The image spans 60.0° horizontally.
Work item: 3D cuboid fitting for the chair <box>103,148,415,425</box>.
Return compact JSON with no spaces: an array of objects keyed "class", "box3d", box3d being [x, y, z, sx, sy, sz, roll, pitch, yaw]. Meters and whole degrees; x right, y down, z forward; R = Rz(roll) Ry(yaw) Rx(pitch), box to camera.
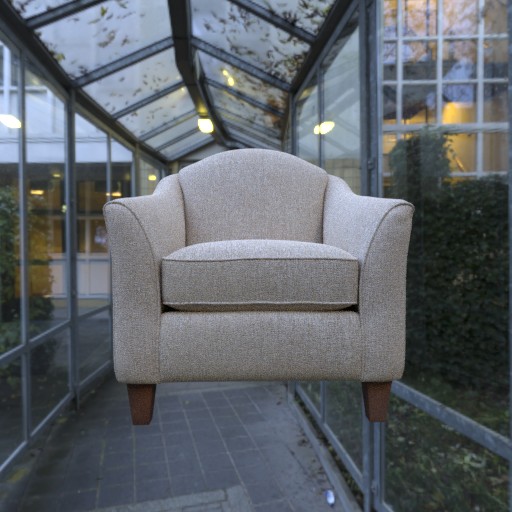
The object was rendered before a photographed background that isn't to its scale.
[{"class":"chair","box3d":[0.000,0.000,1.447,0.763,0.839,0.787,0,1,-2]}]
